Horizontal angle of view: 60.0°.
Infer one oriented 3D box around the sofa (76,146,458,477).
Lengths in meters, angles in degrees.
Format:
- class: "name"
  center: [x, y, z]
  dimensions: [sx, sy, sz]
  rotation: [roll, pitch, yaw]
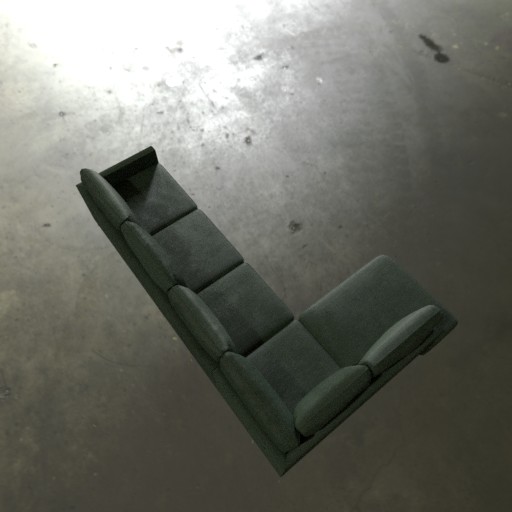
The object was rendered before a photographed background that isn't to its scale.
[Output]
- class: "sofa"
  center: [0.000, 0.000, 4.368]
  dimensions: [2.048, 0.996, 3.384]
  rotation: [-34, 65, -18]
